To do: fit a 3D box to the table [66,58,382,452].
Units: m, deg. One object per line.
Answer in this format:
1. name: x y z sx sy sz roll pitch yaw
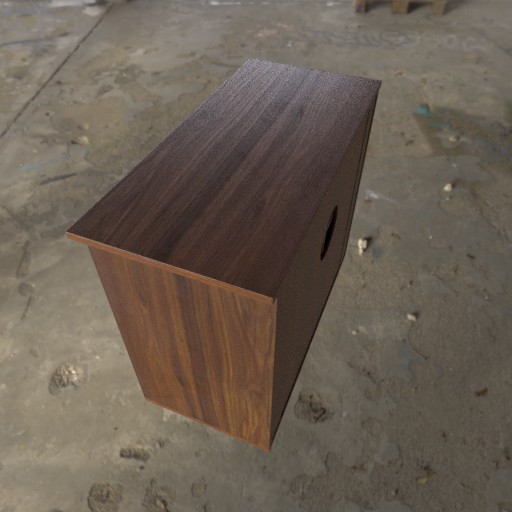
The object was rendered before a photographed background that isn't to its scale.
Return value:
1. table: 0.000 0.000 1.225 0.390 0.725 0.802 17 48 16
